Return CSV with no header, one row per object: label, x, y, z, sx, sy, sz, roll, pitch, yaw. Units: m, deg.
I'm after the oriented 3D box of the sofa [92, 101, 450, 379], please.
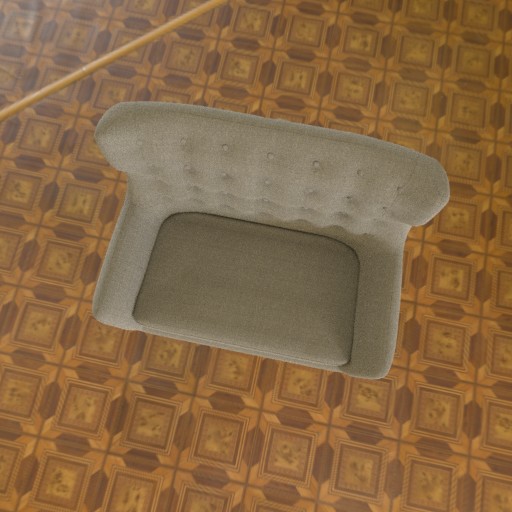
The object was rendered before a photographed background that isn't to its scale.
sofa,0.000,0.000,2.058,1.386,1.028,0.884,11,76,3
